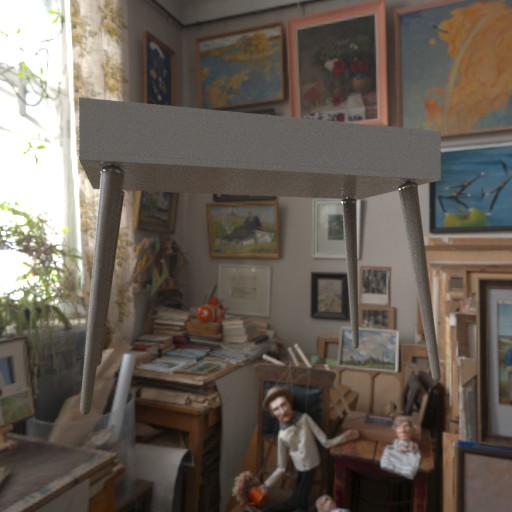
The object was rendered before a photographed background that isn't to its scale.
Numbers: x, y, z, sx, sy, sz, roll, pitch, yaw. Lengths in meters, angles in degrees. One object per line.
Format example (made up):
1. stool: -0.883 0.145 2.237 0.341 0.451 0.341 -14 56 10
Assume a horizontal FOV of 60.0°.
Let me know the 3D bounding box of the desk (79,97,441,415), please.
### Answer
1. desk: 0.000 0.000 1.372 0.979 0.723 0.491 0 0 -16
